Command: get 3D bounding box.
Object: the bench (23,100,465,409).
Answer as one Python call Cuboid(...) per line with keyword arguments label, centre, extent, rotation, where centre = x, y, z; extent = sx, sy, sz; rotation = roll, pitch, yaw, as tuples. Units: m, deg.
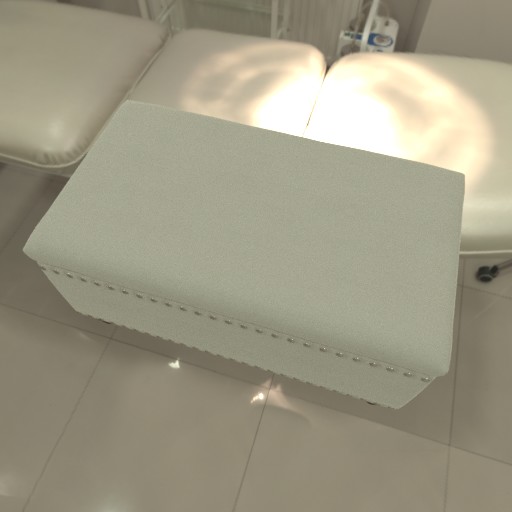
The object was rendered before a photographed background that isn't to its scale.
Cuboid(label="bench", centre=(0.000, 0.000, 1.154), extent=(0.887, 0.449, 0.500), rotation=(15, 60, 9))
